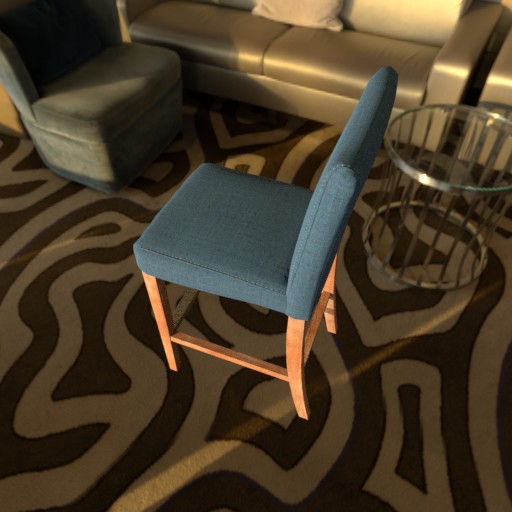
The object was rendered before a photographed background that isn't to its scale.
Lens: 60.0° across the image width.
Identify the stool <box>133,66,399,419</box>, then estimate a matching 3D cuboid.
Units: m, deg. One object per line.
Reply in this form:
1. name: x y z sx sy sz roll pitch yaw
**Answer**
1. stool: 0.000 0.000 1.357 0.574 1.088 0.454 17 50 14
